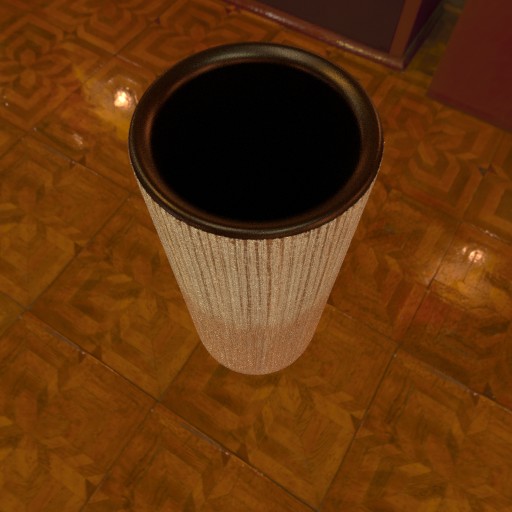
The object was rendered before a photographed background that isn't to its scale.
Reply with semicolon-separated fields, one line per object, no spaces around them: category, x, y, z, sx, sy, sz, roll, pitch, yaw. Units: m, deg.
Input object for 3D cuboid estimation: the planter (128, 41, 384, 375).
planter;0.000;0.000;0.273;0.100;0.227;0.100;31;68;15
